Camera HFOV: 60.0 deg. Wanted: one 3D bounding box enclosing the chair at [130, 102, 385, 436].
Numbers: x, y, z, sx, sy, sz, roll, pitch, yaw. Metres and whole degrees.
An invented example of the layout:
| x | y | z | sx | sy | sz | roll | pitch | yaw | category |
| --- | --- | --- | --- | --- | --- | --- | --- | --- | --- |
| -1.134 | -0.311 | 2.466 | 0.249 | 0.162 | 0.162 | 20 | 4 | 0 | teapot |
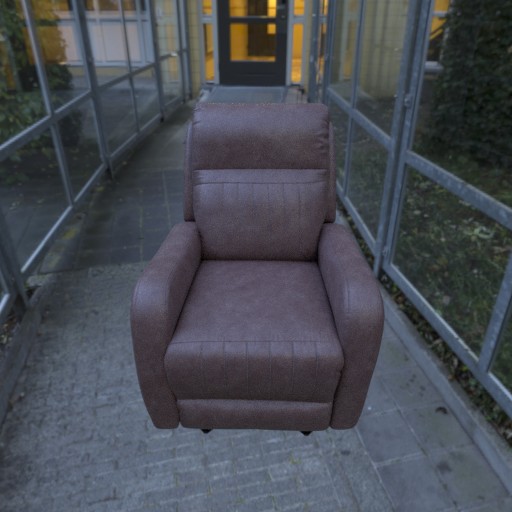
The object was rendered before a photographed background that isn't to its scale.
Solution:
| x | y | z | sx | sy | sz | roll | pitch | yaw | category |
| --- | --- | --- | --- | --- | --- | --- | --- | --- | --- |
| 0.000 | 0.000 | 1.837 | 0.865 | 1.067 | 1.067 | 1 | 30 | 1 | chair |
